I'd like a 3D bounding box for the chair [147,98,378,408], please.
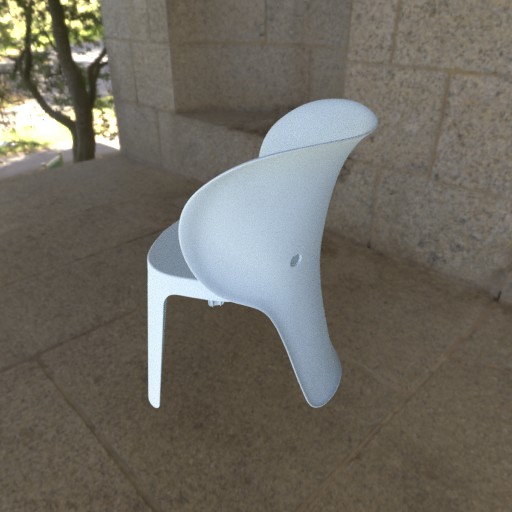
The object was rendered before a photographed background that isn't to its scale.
[{"bbox_3d":[0.000,0.000,0.883,0.402,0.554,0.451,8,30,14],"label":"chair"}]
